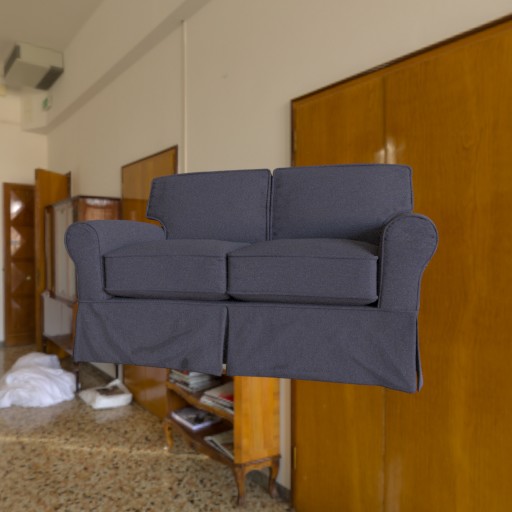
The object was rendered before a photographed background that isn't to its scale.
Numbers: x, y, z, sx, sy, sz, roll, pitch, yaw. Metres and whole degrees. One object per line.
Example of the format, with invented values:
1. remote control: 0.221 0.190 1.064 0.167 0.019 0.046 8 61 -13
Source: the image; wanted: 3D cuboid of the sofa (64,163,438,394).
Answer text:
1. sofa: 0.000 0.000 2.421 1.801 1.059 0.997 0 1 17
